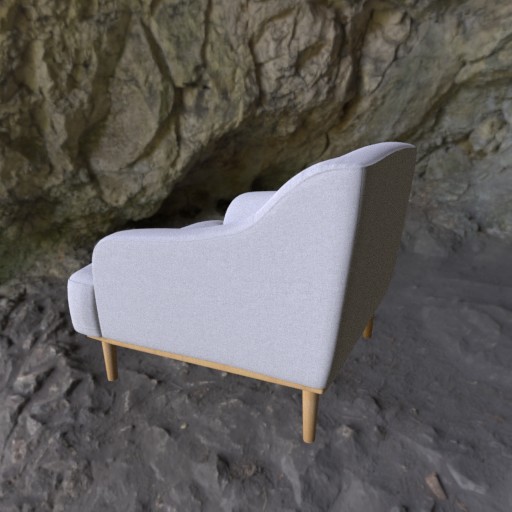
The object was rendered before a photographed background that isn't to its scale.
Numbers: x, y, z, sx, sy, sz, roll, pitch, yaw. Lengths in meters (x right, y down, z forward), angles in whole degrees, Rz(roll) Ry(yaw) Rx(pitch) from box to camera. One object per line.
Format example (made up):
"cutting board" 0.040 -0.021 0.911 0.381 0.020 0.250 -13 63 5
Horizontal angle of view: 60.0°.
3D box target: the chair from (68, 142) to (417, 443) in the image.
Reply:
"chair" 0.000 0.000 1.620 0.951 0.818 0.946 9 19 26
